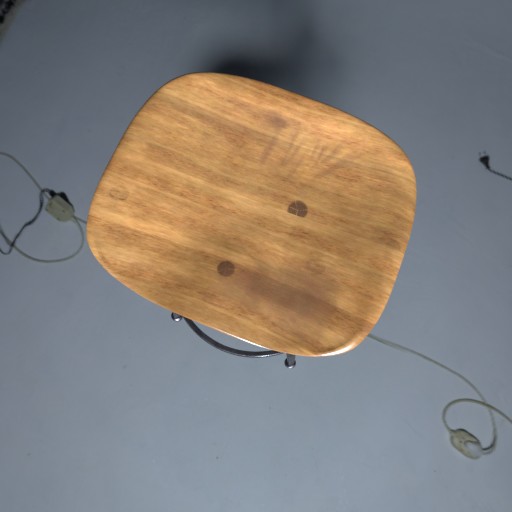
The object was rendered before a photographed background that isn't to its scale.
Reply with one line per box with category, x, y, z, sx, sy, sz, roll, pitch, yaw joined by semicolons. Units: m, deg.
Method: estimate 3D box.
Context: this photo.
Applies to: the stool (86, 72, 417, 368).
stool;0.000;0.000;0.951;0.432;0.694;0.424;22;78;5
